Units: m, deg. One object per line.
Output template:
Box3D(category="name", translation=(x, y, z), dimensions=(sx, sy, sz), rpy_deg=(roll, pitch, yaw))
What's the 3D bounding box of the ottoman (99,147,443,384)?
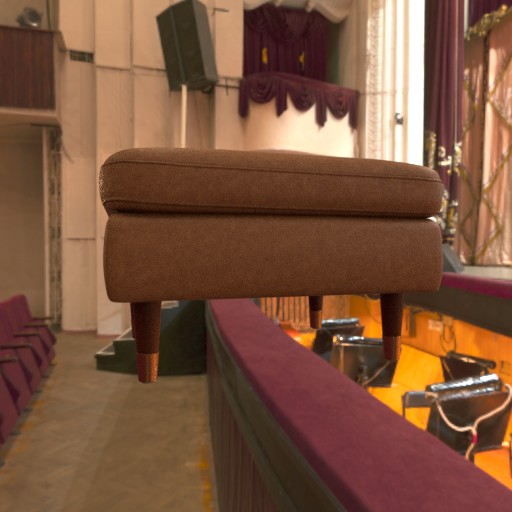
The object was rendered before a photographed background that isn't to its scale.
Box3D(category="ottoman", translation=(0.000, 0.000, 1.135), dimensions=(0.747, 0.478, 0.593), rpy_deg=(0, 1, -17))
